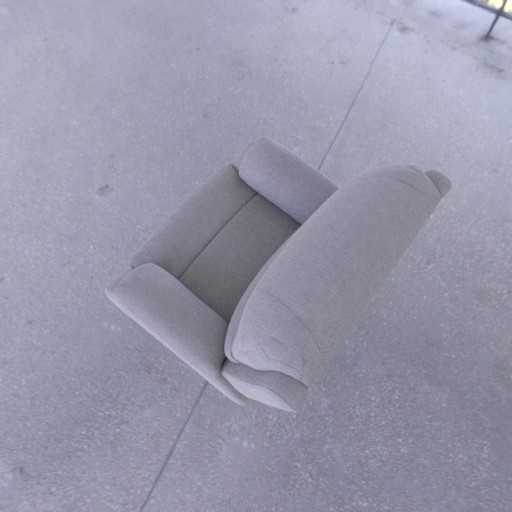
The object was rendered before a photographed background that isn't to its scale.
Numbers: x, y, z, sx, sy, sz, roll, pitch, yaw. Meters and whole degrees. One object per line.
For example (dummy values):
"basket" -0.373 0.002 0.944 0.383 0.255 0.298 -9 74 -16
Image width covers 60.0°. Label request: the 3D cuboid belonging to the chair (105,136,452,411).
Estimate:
"chair" 0.000 0.000 1.706 0.899 1.011 0.930 35 69 15
